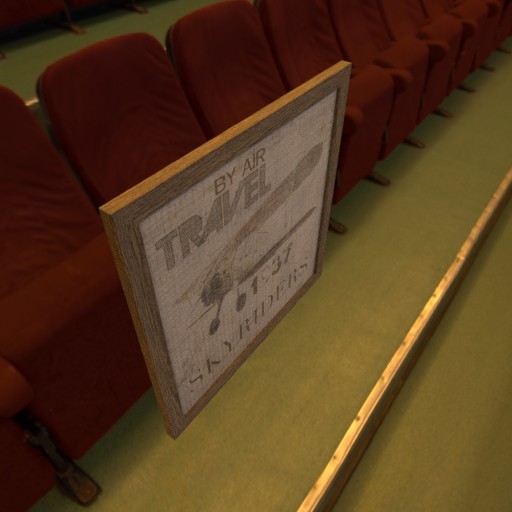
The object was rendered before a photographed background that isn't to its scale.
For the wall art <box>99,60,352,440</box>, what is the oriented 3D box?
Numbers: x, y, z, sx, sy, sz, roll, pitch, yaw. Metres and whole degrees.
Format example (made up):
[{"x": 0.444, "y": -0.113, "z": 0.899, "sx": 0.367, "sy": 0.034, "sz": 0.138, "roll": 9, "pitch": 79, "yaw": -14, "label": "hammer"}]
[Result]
[{"x": 0.000, "y": 0.000, "z": 0.766, "sx": 0.019, "sy": 0.508, "sz": 0.508, "roll": 27, "pitch": 50, "yaw": 26, "label": "wall art"}]
